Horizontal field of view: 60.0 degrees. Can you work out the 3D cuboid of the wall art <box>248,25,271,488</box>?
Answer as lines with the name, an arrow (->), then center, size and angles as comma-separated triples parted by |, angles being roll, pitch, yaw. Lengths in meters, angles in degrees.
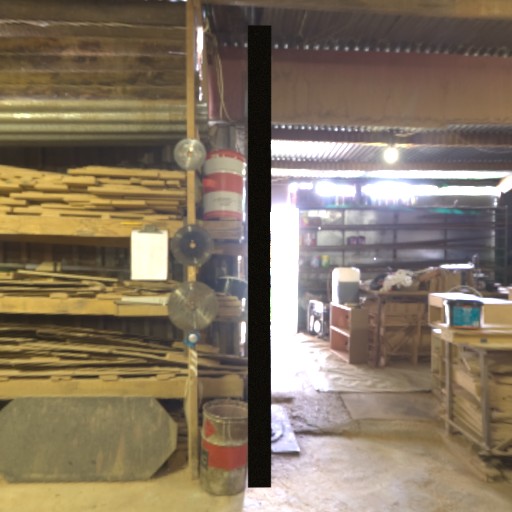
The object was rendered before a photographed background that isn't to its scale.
wall art -> 0.000, 0.000, 0.764 | 0.029, 0.559, 0.457 | 0, 0, -1
